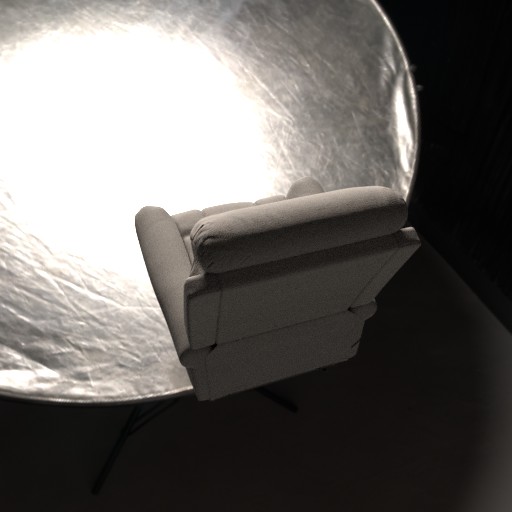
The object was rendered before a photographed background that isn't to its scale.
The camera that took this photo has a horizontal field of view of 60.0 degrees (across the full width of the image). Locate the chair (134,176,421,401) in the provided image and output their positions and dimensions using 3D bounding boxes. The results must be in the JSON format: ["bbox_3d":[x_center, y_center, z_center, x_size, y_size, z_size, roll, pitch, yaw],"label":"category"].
[{"bbox_3d":[0.000,0.000,1.765,0.871,1.031,0.979,-13,44,-13],"label":"chair"}]
